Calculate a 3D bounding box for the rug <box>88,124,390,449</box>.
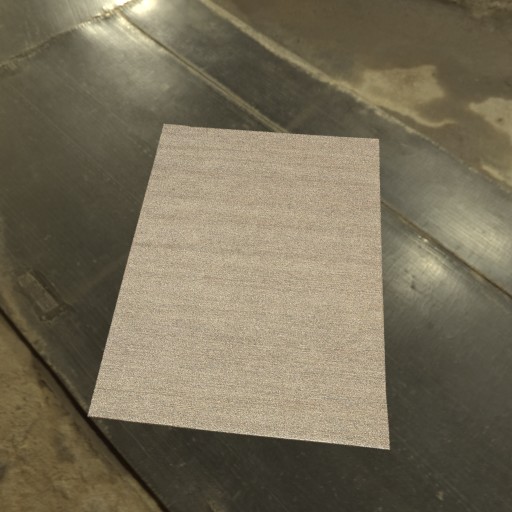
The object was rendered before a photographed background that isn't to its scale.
[{"bbox_3d":[0.000,0.000,4.820,2.757,0.051,3.626,5,63,3],"label":"rug"}]
